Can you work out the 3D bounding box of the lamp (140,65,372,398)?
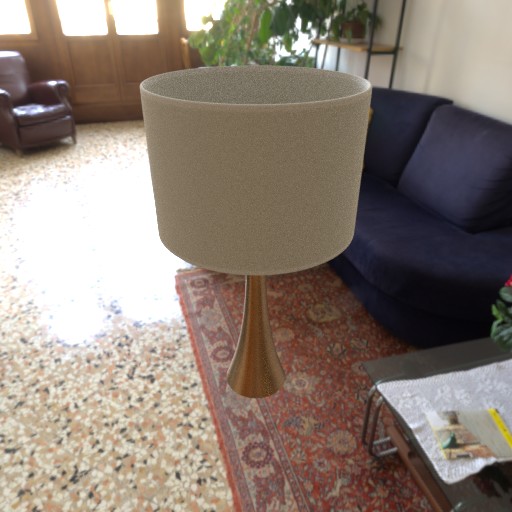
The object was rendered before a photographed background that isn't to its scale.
[{"bbox_3d":[0.000,0.000,0.644,0.268,0.479,0.268,22,37,32],"label":"lamp"}]
